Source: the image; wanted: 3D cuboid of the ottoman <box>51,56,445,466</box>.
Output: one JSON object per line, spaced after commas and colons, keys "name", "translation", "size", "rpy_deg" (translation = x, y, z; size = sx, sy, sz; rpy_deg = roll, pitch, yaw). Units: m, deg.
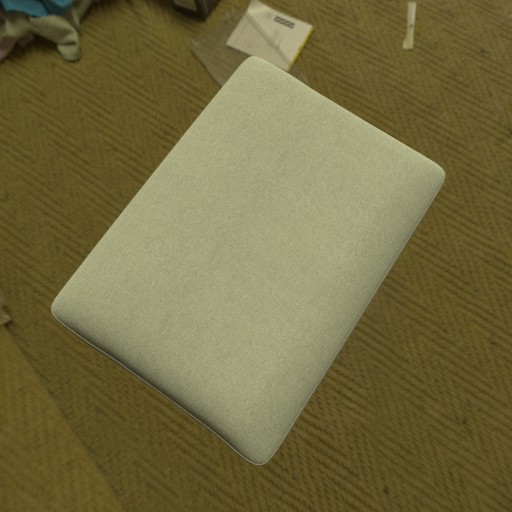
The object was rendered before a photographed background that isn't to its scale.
{"name": "ottoman", "translation": [0.000, 0.000, 1.078], "size": [0.549, 0.428, 0.749], "rpy_deg": [34, 79, 8]}
